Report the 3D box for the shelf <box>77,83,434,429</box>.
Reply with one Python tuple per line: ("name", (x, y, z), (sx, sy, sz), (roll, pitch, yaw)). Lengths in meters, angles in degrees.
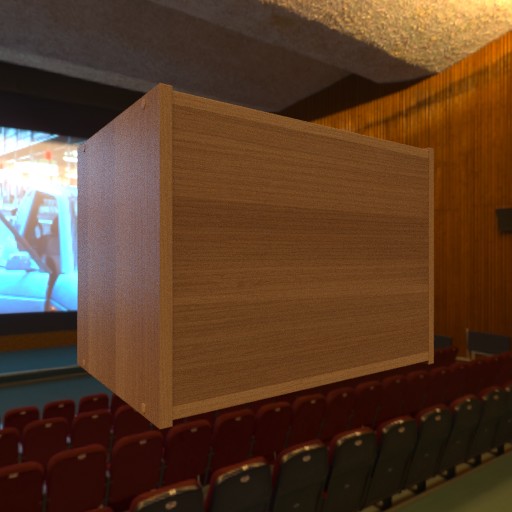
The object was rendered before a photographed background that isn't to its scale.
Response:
("shelf", (0.000, 0.000, 0.628), (0.415, 0.305, 0.290), (0, 0, -35))
